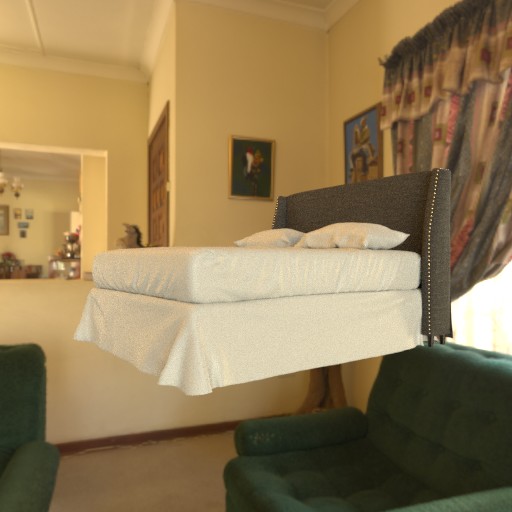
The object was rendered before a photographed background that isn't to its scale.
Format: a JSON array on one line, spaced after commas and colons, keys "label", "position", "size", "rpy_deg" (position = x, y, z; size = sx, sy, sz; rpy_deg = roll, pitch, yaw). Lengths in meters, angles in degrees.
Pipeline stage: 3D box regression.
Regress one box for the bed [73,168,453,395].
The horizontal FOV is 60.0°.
[{"label": "bed", "position": [0.000, 0.000, 3.414], "size": [2.276, 1.332, 1.925], "rpy_deg": [0, -1, -36]}]
